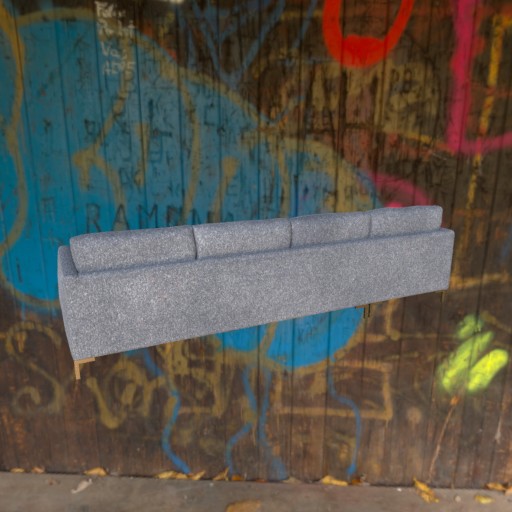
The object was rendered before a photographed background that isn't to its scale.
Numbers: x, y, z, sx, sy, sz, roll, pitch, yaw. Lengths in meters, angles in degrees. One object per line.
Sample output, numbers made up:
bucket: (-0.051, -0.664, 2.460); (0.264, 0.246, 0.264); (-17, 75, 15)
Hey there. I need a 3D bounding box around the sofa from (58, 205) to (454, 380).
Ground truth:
sofa: (0.000, 0.000, 3.557); (2.932, 0.810, 1.350); (-7, 16, -25)
